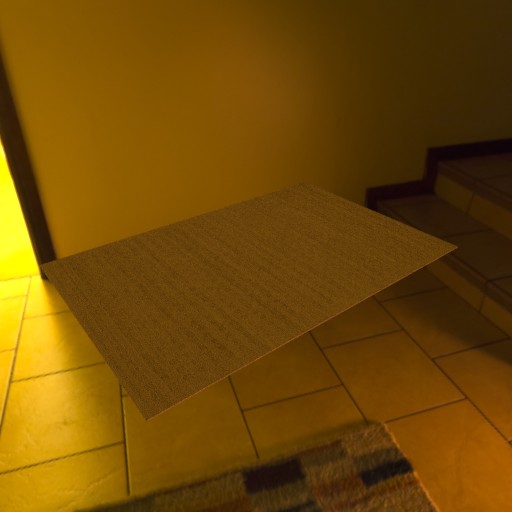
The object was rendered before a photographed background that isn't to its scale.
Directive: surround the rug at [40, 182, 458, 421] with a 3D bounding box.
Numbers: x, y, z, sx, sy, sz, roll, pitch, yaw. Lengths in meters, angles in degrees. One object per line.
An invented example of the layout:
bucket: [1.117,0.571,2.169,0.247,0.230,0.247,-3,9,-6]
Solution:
rug: [0.000,0.000,2.214,1.752,0.006,1.142,-22,37,-32]
